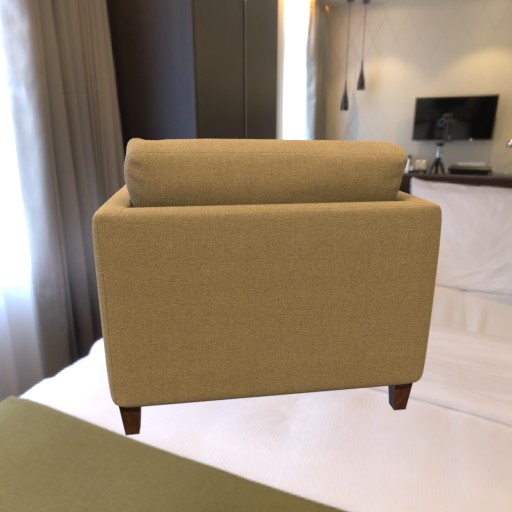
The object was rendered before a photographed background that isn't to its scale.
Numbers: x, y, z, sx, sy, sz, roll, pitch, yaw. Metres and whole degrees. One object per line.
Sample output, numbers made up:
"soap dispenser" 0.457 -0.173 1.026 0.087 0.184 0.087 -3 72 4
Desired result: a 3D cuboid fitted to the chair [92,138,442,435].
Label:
"chair" 0.000 0.000 1.841 1.107 0.963 0.959 -2 17 -8
